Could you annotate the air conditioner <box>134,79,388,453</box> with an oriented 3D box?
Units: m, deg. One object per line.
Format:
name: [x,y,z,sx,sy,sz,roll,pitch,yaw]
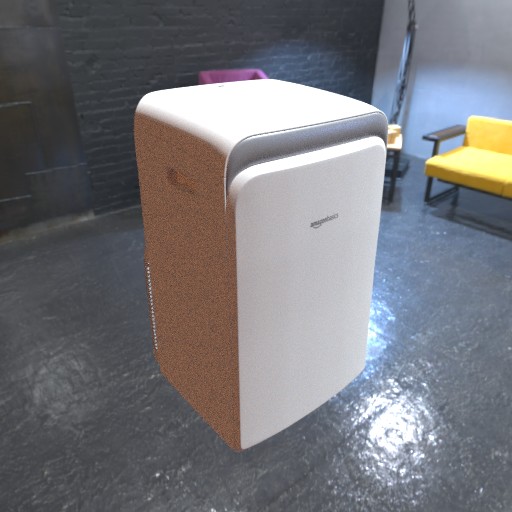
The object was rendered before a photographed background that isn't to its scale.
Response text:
air conditioner: [0.000,0.000,1.096,0.478,0.765,0.467,-21,35,-33]
